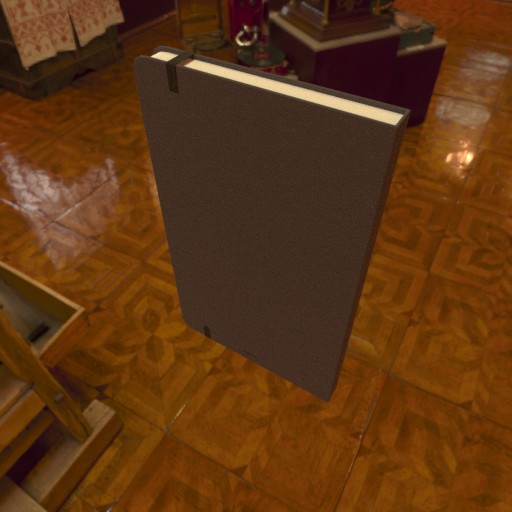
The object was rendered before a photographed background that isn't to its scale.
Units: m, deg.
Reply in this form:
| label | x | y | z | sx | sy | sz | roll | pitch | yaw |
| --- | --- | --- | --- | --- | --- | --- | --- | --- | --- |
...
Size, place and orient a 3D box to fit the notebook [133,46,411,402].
| label | x | y | z | sx | sy | sz | roll | pitch | yaw |
| --- | --- | --- | --- | --- | --- | --- | --- | --- | --- |
| notebook | 0.000 | 0.000 | 0.260 | 0.127 | 0.213 | 0.016 | 24 | 50 | 21 |
